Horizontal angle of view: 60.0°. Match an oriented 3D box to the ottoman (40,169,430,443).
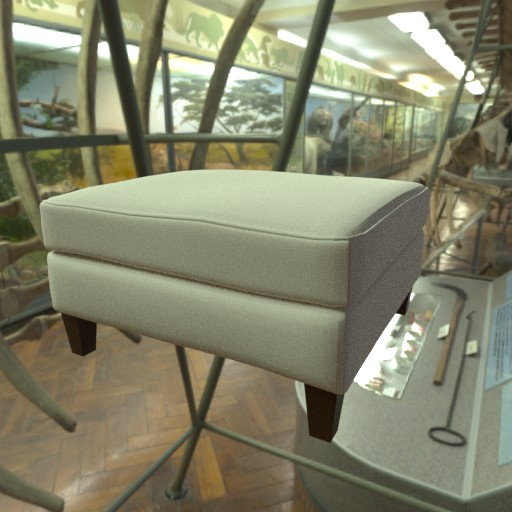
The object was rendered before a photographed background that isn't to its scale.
[{"bbox_3d":[0.000,0.000,1.317,0.838,0.479,0.838,9,18,28],"label":"ottoman"}]
